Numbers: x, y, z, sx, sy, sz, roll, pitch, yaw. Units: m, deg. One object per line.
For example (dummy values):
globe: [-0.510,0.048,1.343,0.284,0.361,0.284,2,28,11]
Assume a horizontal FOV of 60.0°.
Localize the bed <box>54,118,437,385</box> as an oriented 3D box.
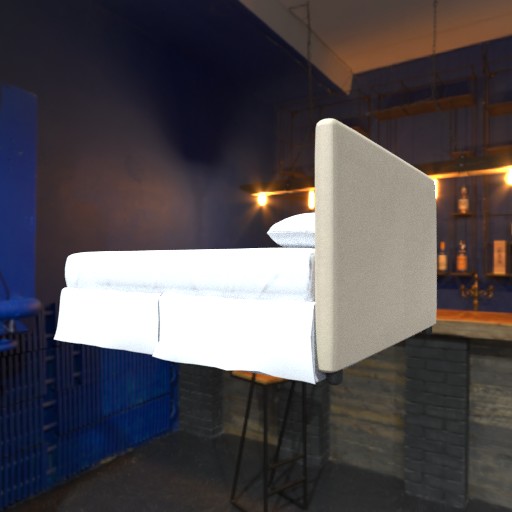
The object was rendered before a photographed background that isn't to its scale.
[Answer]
bed: [0.000,0.000,3.560,2.319,1.317,2.119,0,-1,35]
